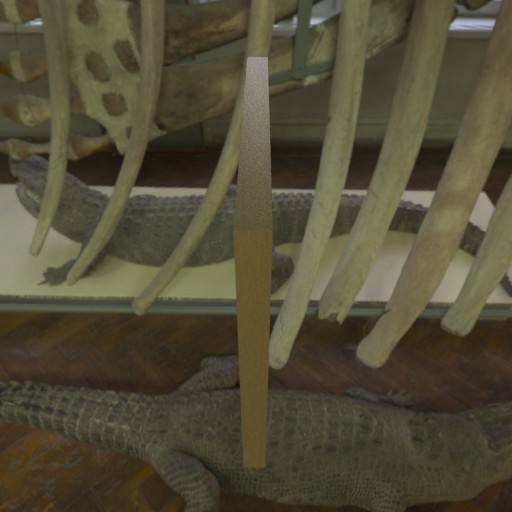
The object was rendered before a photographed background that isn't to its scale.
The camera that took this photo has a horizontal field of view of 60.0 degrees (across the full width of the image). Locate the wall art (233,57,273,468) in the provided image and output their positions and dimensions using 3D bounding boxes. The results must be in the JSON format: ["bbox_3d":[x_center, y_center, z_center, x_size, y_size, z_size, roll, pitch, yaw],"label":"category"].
[{"bbox_3d":[0.000,0.000,0.777,0.037,0.509,0.510,0,41,0],"label":"wall art"}]
